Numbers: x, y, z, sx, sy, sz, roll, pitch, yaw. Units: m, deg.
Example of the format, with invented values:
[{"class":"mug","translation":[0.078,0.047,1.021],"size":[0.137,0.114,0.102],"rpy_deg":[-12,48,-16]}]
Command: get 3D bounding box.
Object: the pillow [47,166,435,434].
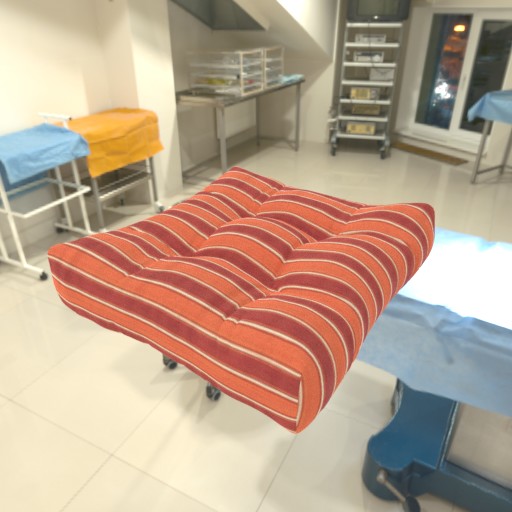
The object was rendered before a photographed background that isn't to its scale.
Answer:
[{"class":"pillow","translation":[0.000,0.000,0.740],"size":[0.468,0.133,0.490],"rpy_deg":[19,34,29]}]
